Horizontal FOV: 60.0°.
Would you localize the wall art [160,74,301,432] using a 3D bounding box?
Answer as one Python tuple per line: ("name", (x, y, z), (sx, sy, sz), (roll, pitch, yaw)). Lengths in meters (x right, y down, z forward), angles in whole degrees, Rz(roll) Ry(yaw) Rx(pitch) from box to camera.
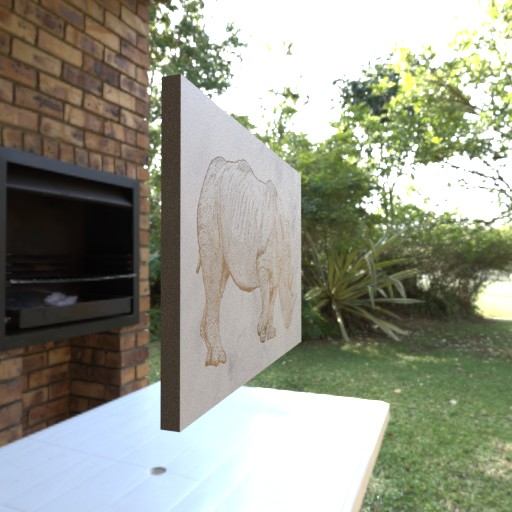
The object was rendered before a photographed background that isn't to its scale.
("wall art", (0.000, 0.000, 1.194), (0.038, 0.610, 0.915), (0, -1, 19))
